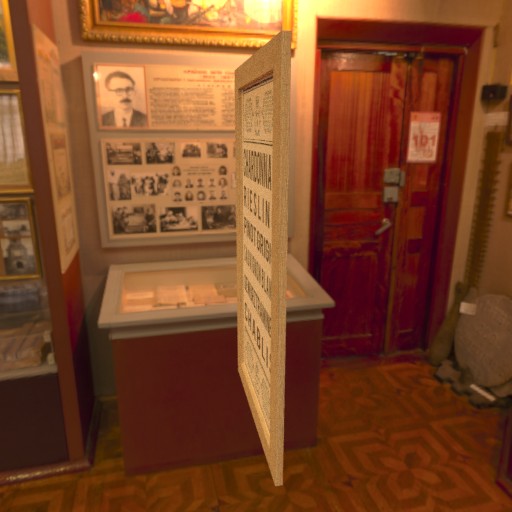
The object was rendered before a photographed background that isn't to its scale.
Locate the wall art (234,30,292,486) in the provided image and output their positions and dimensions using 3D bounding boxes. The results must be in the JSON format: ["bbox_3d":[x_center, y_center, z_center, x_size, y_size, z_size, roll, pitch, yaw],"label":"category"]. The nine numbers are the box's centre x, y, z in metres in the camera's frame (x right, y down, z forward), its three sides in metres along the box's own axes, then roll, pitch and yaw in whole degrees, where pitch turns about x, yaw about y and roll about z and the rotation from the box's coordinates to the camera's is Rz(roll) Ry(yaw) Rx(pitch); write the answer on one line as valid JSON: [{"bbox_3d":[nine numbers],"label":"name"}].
[{"bbox_3d":[0.000,0.000,0.819,0.013,0.683,0.381,-3,16,-11],"label":"wall art"}]
